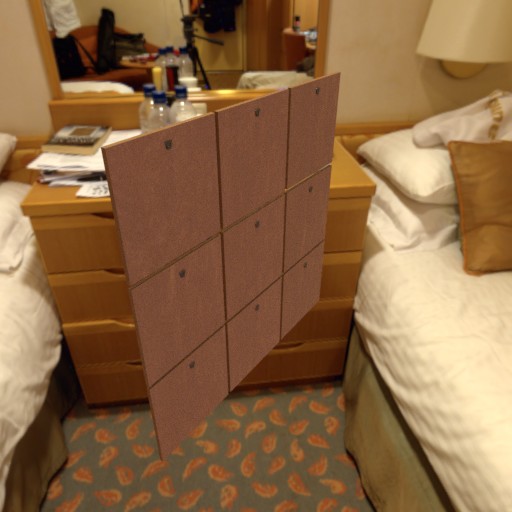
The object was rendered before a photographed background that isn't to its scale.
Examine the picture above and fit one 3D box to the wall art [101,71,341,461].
[{"bbox_3d":[0.000,0.000,1.334,0.018,0.913,0.915,21,38,30],"label":"wall art"}]
